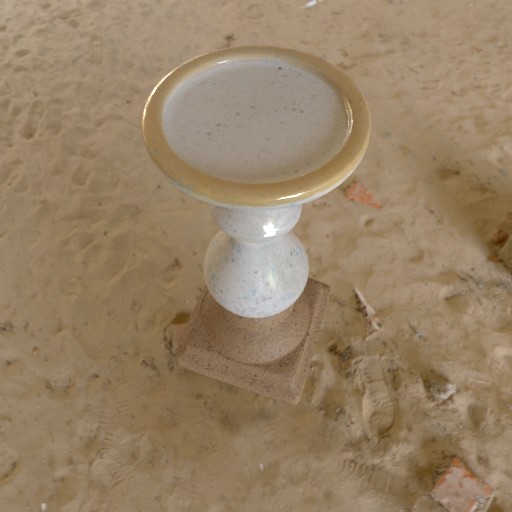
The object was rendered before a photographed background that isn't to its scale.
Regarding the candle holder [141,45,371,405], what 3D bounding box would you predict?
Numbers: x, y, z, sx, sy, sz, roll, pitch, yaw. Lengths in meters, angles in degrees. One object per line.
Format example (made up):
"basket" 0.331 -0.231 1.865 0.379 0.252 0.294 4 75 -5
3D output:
"candle holder" 0.000 0.000 0.295 0.110 0.239 0.110 16 59 10
